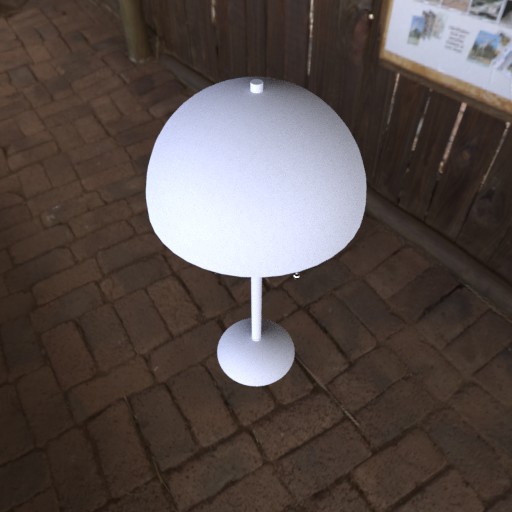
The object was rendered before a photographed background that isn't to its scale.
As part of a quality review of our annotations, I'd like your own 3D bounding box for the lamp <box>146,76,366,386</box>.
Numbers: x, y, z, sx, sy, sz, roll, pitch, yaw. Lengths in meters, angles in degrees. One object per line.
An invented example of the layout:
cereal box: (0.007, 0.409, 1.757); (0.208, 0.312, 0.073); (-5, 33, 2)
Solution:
lamp: (0.000, 0.000, 0.407); (0.171, 0.330, 0.171); (0, 47, 0)
